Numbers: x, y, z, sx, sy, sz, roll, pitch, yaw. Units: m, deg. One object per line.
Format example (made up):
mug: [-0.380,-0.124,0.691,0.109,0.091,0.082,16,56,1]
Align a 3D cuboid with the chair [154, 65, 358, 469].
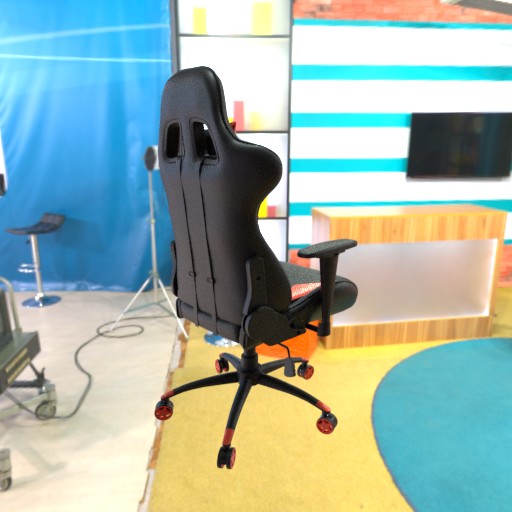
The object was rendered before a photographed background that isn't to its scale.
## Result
chair: [0.000,0.000,1.690,0.730,1.282,0.695,-13,20,-42]
